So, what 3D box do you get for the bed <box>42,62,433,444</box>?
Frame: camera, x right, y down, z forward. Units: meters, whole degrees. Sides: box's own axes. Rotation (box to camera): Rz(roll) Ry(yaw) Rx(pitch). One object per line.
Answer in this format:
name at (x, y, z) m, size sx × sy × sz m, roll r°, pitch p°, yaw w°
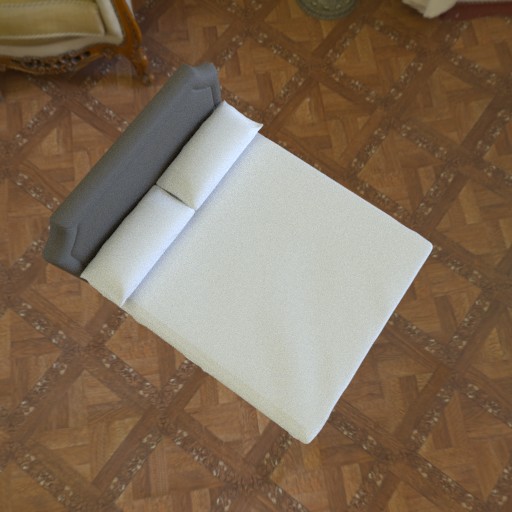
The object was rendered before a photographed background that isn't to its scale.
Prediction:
bed at (0.000, 0.000, 3.867) m, size 2.536 × 1.561 × 2.194 m, roll 34°, pitch 78°, yaw 8°
